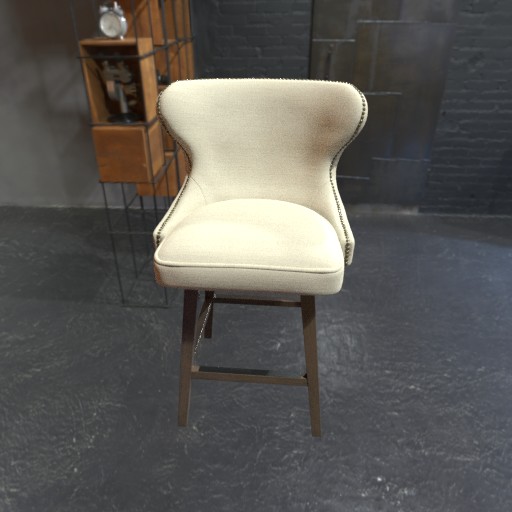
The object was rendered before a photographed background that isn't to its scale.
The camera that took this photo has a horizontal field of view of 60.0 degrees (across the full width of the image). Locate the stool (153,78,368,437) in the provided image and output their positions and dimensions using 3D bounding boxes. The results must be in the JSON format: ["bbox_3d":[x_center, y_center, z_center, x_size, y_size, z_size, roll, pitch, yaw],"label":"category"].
[{"bbox_3d":[0.000,0.000,1.382,0.615,0.972,0.597,3,30,4],"label":"stool"}]
